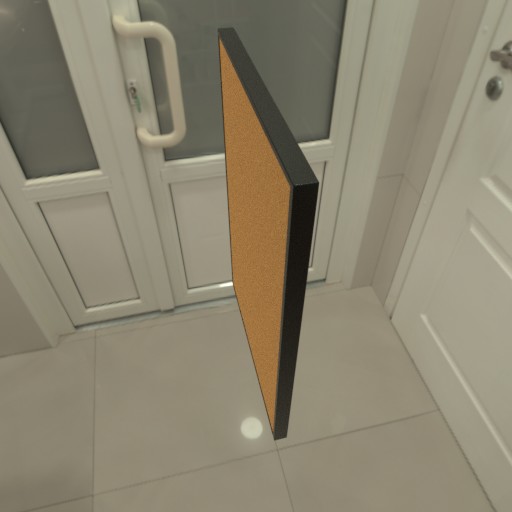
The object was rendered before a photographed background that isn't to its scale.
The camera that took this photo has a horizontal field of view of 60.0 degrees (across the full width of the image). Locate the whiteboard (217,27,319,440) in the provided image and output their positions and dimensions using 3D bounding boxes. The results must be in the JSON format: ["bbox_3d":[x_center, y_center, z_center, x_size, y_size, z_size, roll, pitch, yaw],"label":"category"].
[{"bbox_3d":[0.000,0.000,0.770,0.026,0.611,0.406,-10,47,-9],"label":"whiteboard"}]
